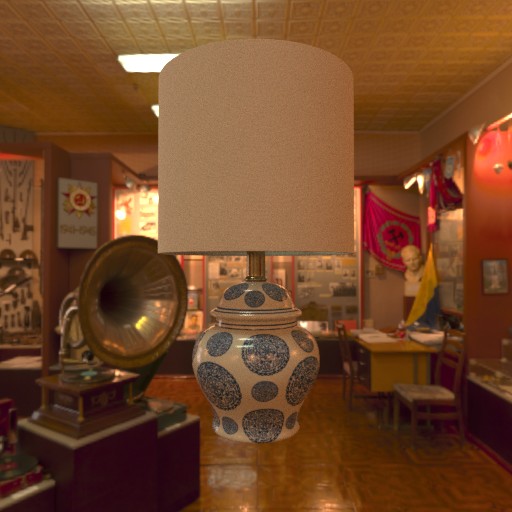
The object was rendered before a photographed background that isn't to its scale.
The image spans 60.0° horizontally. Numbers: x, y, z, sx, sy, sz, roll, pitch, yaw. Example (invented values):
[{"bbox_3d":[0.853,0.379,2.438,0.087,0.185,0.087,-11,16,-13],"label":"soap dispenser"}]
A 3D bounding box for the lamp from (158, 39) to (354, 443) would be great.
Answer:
[{"bbox_3d":[0.000,0.000,0.496,0.215,0.381,0.215,0,-1,2],"label":"lamp"}]
